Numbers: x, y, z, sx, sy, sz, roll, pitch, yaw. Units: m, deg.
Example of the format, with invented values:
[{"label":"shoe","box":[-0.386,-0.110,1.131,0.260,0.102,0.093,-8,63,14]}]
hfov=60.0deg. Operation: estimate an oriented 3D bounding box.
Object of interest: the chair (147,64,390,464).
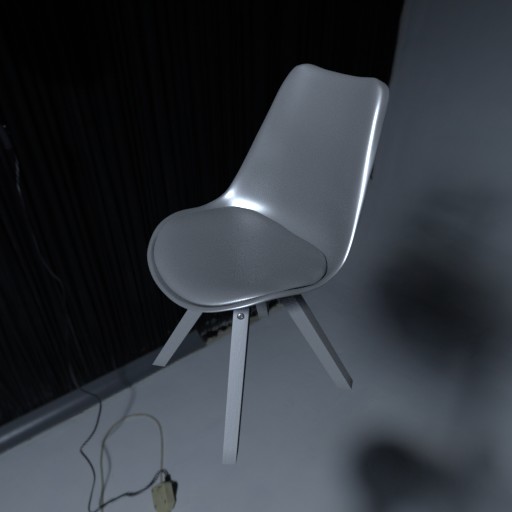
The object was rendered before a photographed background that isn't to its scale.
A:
[{"label":"chair","box":[0.000,0.000,1.149,0.530,0.850,0.485,-21,39,-29]}]
